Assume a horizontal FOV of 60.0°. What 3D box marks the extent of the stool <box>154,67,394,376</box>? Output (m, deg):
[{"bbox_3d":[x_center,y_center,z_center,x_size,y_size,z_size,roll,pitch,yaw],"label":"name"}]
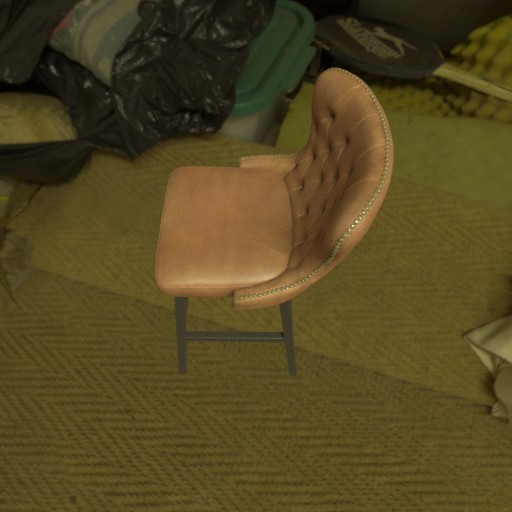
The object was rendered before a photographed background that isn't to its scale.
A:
[{"bbox_3d":[0.000,0.000,1.408,0.601,1.050,0.528,1,58,0],"label":"stool"}]
